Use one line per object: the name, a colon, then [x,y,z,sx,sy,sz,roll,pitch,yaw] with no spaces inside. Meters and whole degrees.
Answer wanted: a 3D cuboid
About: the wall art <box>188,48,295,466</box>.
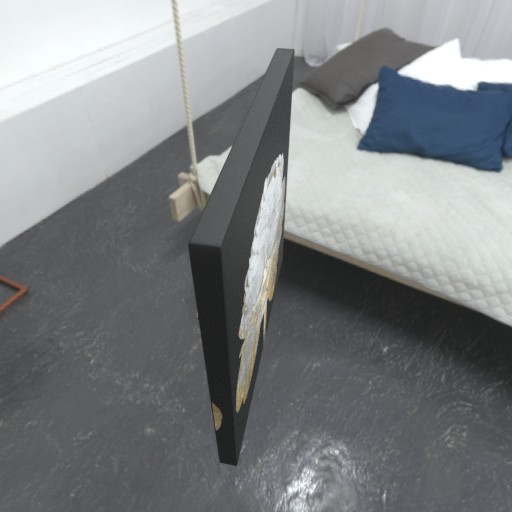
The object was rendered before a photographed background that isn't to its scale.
wall art: [0.000,0.000,0.907,0.043,0.611,0.610,8,45,8]
